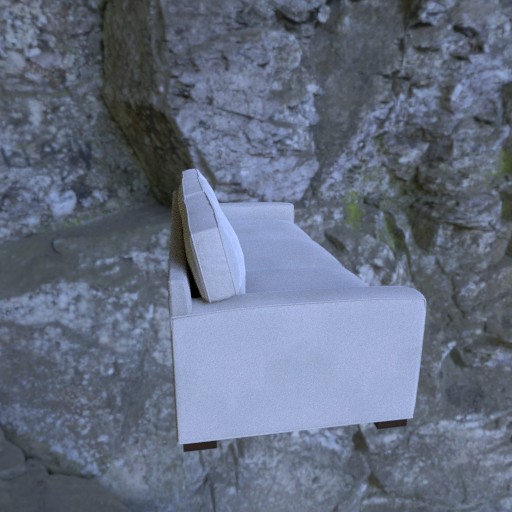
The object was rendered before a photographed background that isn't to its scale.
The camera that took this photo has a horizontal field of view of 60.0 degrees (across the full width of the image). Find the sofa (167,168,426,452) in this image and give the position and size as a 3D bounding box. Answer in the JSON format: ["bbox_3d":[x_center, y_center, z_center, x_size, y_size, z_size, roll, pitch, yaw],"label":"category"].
[{"bbox_3d":[0.000,0.000,2.555,0.935,0.862,2.088,-3,17,-9],"label":"sofa"}]
